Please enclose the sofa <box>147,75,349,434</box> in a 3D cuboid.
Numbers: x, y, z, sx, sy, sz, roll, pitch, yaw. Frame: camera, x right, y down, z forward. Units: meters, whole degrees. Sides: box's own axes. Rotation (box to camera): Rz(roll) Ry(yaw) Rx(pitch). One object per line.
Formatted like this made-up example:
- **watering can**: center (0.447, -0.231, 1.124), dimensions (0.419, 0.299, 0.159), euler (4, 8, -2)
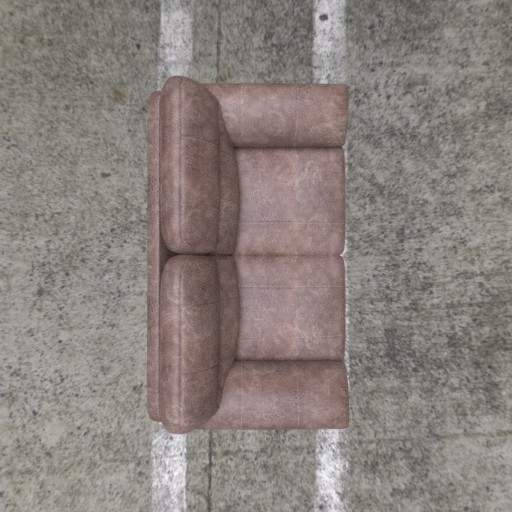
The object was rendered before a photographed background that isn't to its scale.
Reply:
- **sofa**: center (0.000, 0.000, 2.343), dimensions (0.991, 0.991, 1.753), euler (0, 89, 0)
